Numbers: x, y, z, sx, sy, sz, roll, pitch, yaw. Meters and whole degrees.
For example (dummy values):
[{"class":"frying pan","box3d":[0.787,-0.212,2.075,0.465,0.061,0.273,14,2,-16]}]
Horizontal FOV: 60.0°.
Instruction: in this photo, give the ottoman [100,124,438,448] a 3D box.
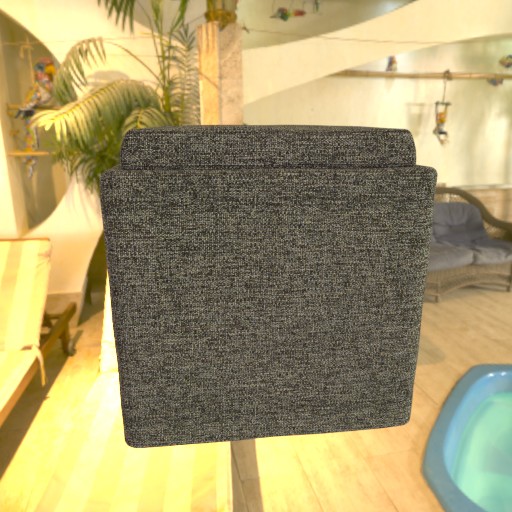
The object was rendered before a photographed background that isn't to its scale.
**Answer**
[{"class":"ottoman","box3d":[0.000,0.000,0.815,0.450,0.463,0.450,-2,16,-7]}]
